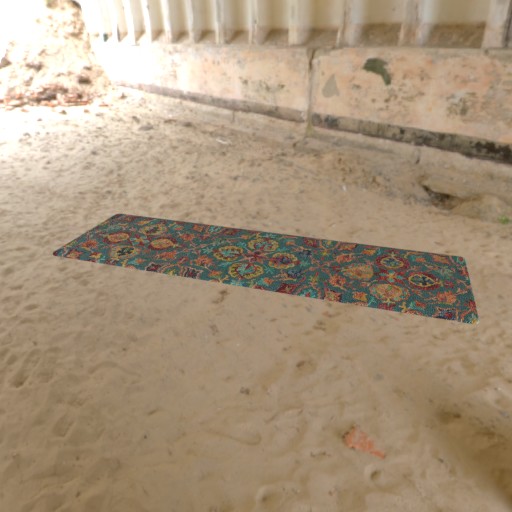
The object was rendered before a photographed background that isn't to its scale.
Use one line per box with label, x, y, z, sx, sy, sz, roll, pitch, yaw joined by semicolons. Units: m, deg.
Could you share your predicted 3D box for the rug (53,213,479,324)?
rug;0.000;0.000;2.551;2.286;0.013;0.686;8;28;16
